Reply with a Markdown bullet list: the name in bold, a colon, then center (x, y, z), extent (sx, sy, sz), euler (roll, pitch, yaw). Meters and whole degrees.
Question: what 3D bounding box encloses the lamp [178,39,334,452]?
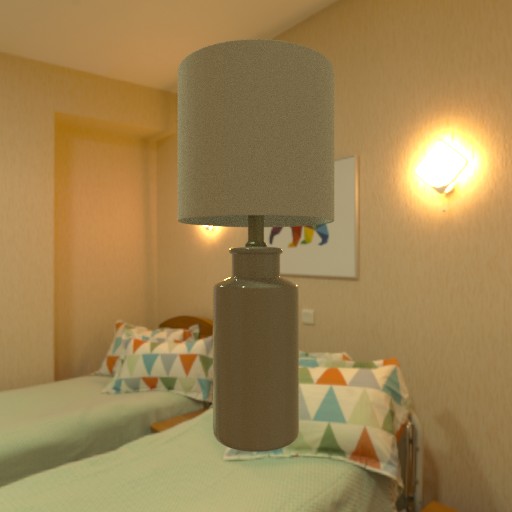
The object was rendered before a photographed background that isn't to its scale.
- **lamp**: center (0.000, 0.000, 0.608), extent (0.212, 0.493, 0.212), euler (0, 0, 17)
